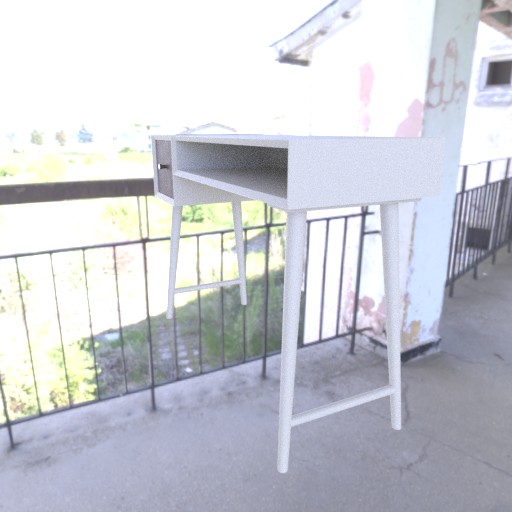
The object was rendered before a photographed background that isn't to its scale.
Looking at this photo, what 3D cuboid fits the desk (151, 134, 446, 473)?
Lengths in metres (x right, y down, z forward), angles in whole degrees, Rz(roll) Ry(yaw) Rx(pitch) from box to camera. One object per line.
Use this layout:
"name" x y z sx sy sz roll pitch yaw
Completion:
"desk" 0.000 0.000 1.453 0.409 0.761 1.069 -8 18 -25
